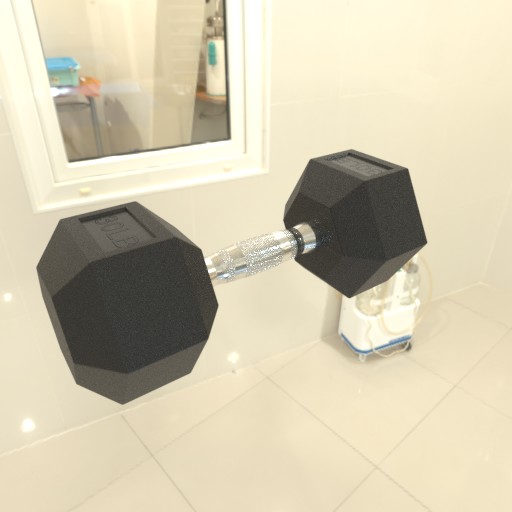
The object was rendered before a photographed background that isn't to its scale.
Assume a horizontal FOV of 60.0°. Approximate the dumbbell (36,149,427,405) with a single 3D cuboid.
[{"bbox_3d":[0.000,0.000,0.390,0.337,0.123,0.142,-19,36,-29],"label":"dumbbell"}]
